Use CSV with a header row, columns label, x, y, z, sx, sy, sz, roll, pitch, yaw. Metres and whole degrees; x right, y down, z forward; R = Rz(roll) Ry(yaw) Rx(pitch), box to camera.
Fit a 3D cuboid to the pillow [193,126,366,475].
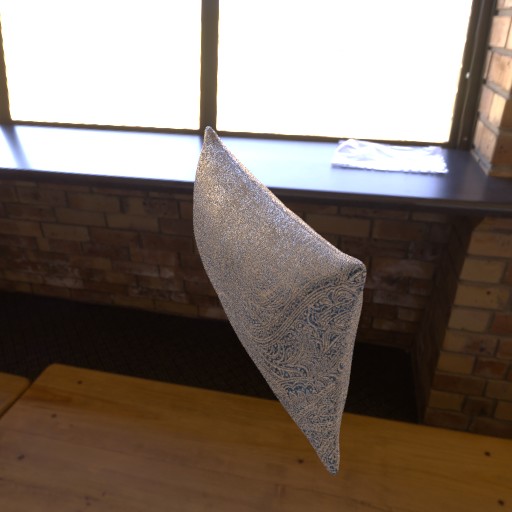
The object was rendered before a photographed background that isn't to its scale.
label,x,y,z,sx,sy,sz,roll,pitch,yaw
pillow,0.000,0.000,0.727,0.151,0.295,0.615,-9,30,-16
